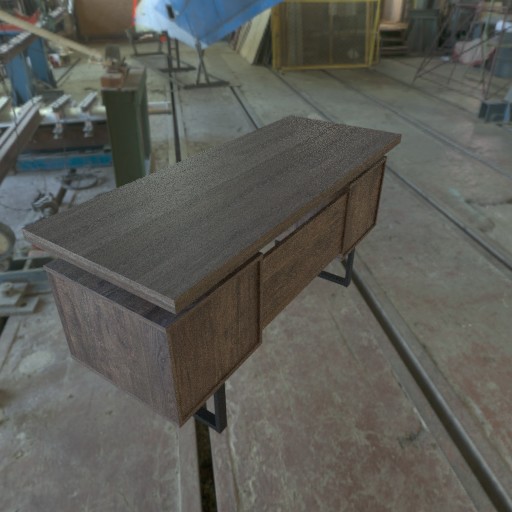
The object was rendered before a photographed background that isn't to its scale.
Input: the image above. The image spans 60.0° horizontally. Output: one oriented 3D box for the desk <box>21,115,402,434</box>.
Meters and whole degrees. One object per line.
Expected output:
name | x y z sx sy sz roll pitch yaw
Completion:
desk | 0.000 0.000 1.869 0.600 0.760 1.524 20 37 29
